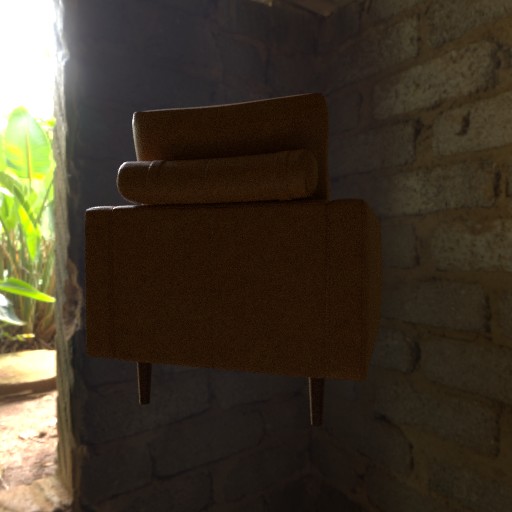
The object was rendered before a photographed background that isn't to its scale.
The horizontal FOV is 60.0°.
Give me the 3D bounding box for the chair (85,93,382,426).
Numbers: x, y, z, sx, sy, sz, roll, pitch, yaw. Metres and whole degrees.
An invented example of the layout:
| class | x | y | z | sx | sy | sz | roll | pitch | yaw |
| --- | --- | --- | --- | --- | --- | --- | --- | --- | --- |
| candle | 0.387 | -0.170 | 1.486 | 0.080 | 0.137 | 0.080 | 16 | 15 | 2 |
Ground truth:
| class | x | y | z | sx | sy | sz | roll | pitch | yaw |
| --- | --- | --- | --- | --- | --- | --- | --- | --- | --- |
| chair | 0.000 | 0.000 | 1.541 | 0.831 | 0.896 | 0.868 | 0 | 1 | 18 |
